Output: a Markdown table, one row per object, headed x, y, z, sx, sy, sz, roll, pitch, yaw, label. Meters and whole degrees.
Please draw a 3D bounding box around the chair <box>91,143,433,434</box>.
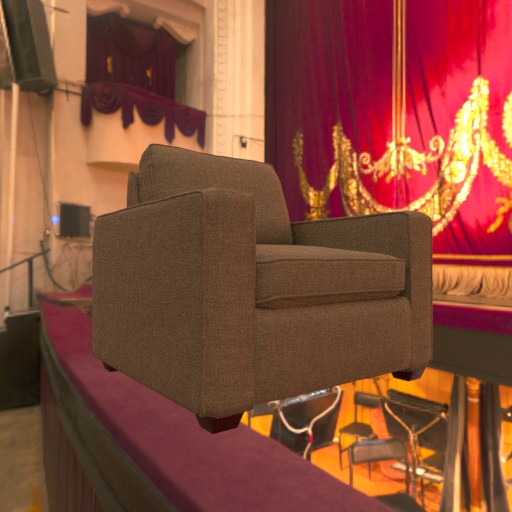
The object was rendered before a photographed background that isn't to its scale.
| x | y | z | sx | sy | sz | roll | pitch | yaw | label |
| --- | --- | --- | --- | --- | --- | --- | --- | --- | --- |
| 0.000 | 0.000 | 1.724 | 1.016 | 0.914 | 0.940 | 1 | -1 | -37 | chair |
